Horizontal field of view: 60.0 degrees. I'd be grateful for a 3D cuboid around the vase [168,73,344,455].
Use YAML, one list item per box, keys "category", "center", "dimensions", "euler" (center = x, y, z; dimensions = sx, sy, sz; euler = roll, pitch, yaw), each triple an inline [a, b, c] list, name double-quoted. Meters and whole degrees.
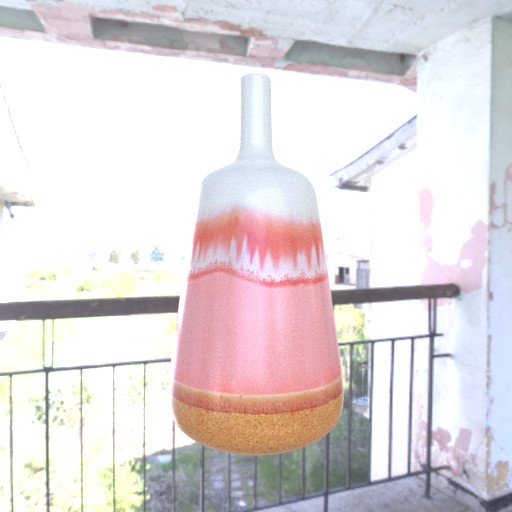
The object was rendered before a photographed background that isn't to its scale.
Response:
- category: "vase"
  center: [0.000, 0.000, 0.371]
  dimensions: [0.144, 0.296, 0.144]
  euler: [0, 1, 0]
